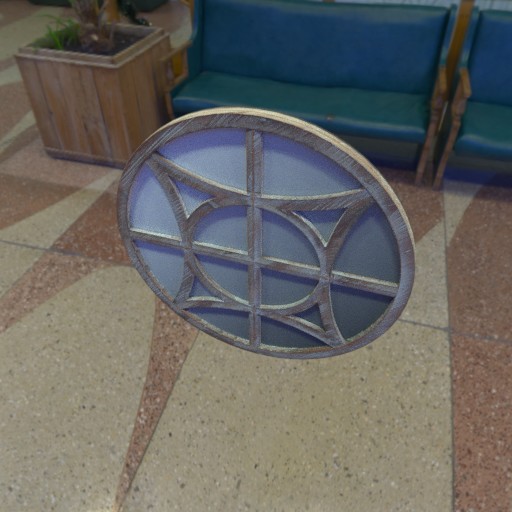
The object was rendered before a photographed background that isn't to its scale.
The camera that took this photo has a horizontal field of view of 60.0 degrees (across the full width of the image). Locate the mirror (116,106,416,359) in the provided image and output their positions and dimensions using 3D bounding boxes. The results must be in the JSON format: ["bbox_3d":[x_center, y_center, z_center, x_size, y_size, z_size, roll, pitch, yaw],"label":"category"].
[{"bbox_3d":[0.000,0.000,1.048,0.710,0.710,0.038,12,43,13],"label":"mirror"}]
